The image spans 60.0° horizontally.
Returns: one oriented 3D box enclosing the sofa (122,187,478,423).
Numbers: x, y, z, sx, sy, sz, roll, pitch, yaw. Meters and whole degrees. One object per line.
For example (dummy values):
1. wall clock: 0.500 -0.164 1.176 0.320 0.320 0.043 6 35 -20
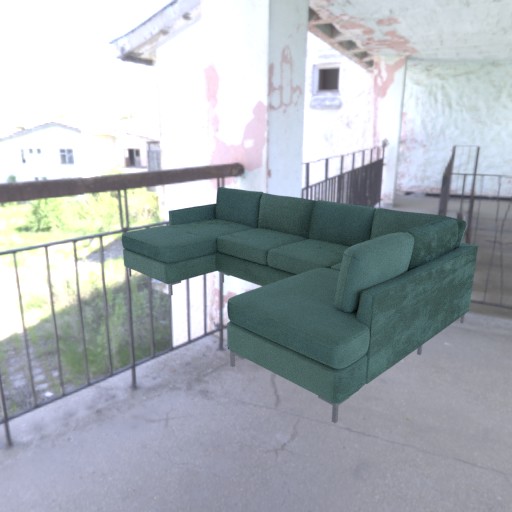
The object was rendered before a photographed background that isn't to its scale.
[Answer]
1. sofa: 0.000 0.000 4.337 2.055 0.992 3.434 -15 22 -42
